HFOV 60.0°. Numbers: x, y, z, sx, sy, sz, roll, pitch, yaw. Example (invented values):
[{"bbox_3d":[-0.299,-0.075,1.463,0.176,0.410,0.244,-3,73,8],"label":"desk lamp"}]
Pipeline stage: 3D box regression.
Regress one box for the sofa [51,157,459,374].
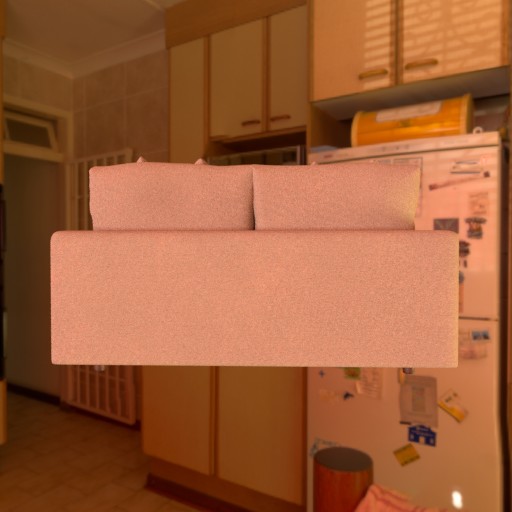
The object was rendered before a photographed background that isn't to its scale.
[{"bbox_3d":[0.000,0.000,2.596,1.869,1.080,1.228,0,1,2],"label":"sofa"}]
